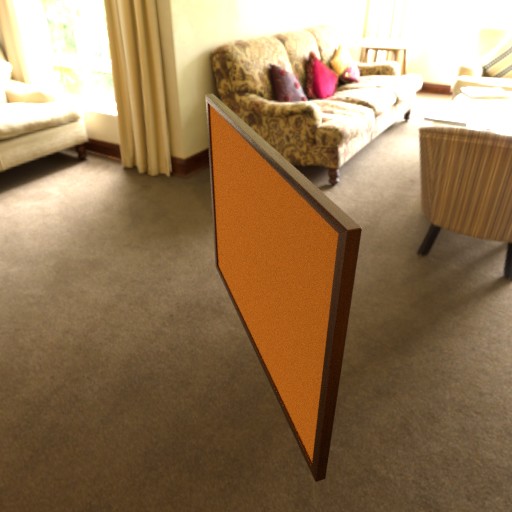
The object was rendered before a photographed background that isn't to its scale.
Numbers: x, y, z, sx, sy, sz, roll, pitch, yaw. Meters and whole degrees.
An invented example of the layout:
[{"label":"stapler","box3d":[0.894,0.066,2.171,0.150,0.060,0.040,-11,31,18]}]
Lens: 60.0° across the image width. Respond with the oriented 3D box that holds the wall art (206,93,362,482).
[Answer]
[{"label":"wall art","box3d":[0.000,0.000,0.560,0.012,0.304,0.431,-10,34,-16]}]
